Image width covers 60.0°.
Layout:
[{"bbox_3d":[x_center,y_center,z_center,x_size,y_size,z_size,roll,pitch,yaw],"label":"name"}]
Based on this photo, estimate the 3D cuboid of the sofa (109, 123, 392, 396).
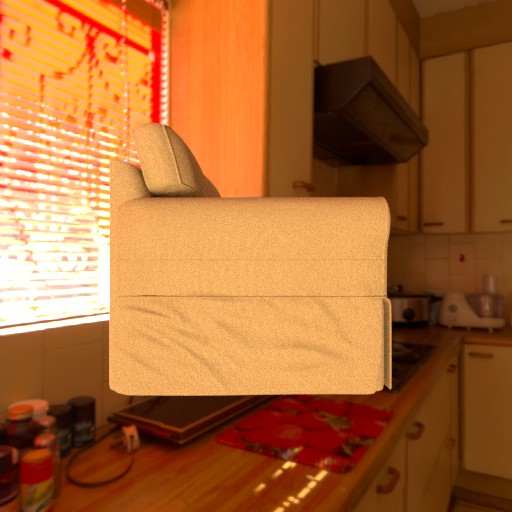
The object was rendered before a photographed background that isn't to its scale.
[{"bbox_3d":[0.000,0.000,2.317,0.991,0.940,1.727,0,0,1],"label":"sofa"}]
